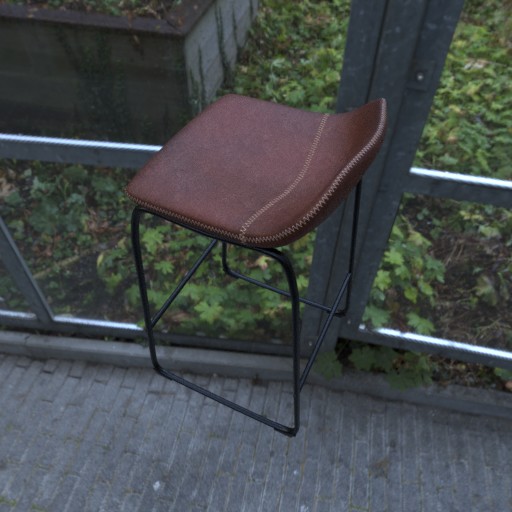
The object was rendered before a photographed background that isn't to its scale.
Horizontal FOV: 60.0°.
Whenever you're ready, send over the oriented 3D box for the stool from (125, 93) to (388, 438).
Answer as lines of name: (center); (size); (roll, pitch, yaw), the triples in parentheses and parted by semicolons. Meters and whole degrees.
stool: (0.000, 0.000, 1.108); (0.473, 0.830, 0.454); (20, 51, 17)
